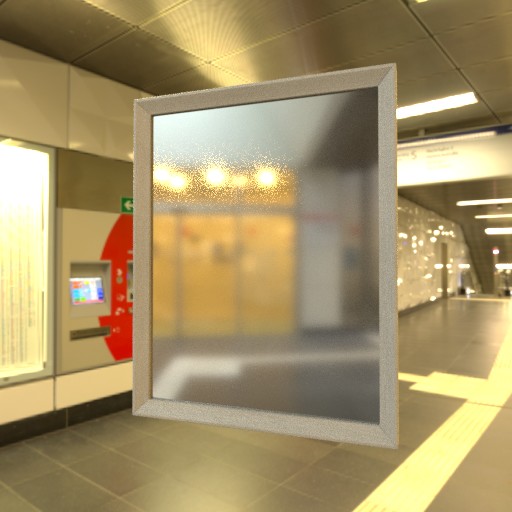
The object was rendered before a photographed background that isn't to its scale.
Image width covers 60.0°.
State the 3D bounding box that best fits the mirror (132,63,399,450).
[{"bbox_3d":[0.000,0.000,0.667,0.406,0.509,0.041,0,-1,19],"label":"mirror"}]
